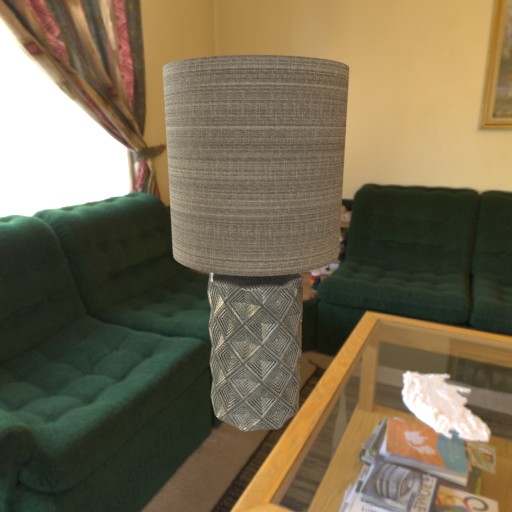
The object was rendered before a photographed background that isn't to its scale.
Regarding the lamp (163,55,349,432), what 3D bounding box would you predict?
[{"bbox_3d":[0.000,0.000,0.726,0.268,0.566,0.269,3,16,9],"label":"lamp"}]
